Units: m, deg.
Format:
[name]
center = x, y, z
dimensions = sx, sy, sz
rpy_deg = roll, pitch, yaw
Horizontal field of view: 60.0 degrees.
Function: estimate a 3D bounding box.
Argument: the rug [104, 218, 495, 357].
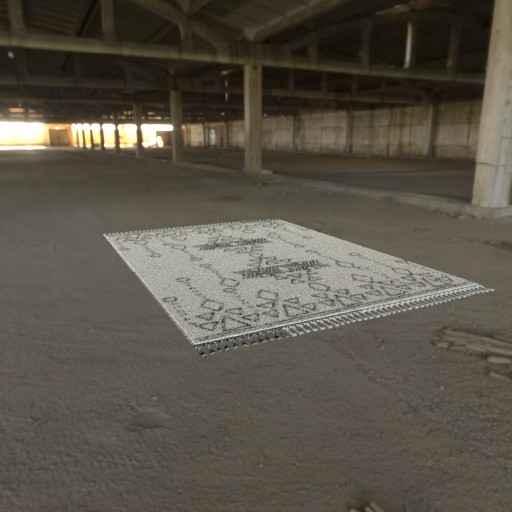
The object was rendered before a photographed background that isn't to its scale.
[rug]
center = 0.000, 0.000, 2.932
dimensions = 1.600, 0.013, 2.312
rpy_deg = -7, 17, -26
